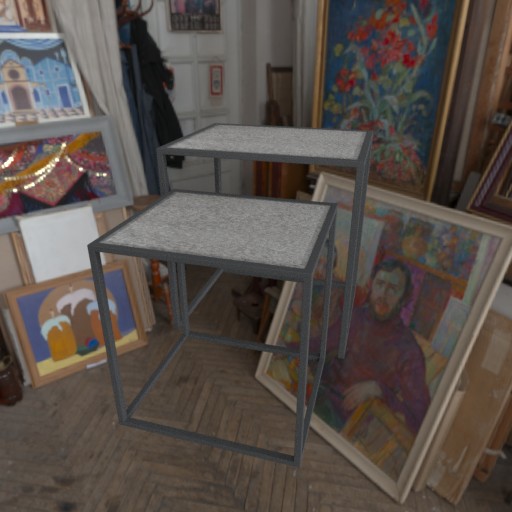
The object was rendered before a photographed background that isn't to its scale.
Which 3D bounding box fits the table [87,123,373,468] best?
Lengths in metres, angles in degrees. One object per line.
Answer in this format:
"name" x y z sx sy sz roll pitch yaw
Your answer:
"table" 0.000 0.000 1.169 0.508 0.540 0.788 7 26 14
